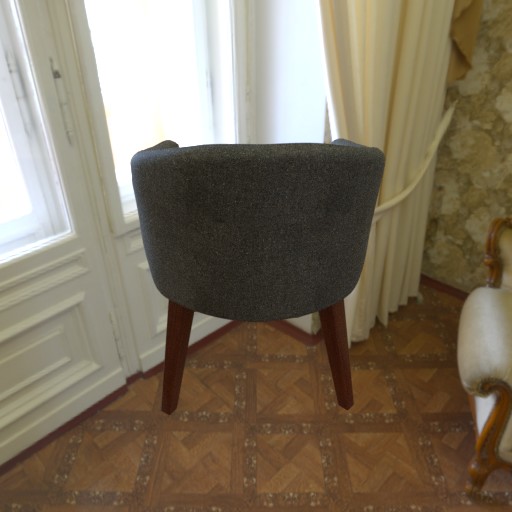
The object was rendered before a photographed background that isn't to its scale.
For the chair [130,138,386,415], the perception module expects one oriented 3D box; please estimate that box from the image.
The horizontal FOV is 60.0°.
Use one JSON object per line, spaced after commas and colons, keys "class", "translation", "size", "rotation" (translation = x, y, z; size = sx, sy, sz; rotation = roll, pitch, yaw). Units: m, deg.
{"class": "chair", "translation": [0.000, 0.000, 1.236], "size": [0.583, 0.811, 0.655], "rotation": [-1, 31, -1]}
